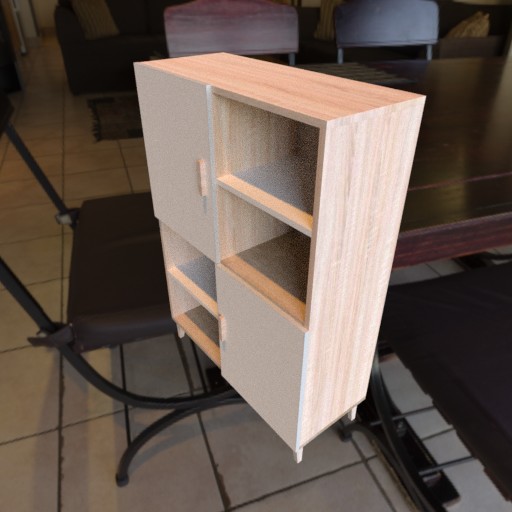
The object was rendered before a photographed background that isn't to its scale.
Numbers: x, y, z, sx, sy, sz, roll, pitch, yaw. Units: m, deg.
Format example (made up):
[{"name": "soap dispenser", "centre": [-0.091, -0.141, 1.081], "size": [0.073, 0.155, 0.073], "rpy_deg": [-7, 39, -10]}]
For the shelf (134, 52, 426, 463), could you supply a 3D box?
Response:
[{"name": "shelf", "centre": [0.000, 0.000, 1.841], "size": [0.434, 1.405, 0.995], "rpy_deg": [-23, 40, -32]}]
